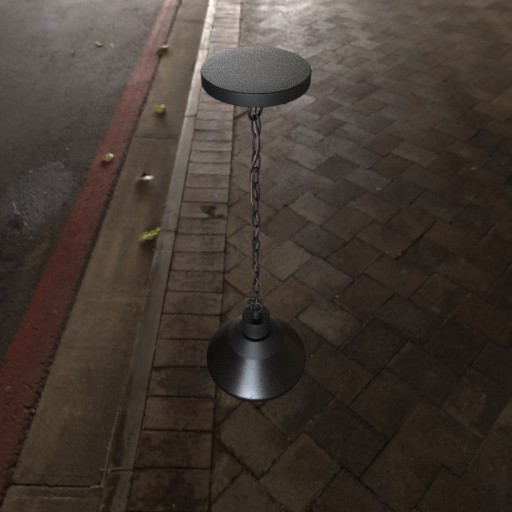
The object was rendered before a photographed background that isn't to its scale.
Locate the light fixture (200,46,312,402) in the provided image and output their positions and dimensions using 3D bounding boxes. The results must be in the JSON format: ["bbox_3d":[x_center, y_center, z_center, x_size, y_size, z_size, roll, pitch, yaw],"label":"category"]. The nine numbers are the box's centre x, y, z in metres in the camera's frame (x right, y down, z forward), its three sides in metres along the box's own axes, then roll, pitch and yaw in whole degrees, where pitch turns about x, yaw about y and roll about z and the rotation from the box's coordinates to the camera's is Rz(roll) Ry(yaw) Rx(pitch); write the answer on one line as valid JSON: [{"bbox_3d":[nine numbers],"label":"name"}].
[{"bbox_3d":[0.000,0.000,0.692,0.201,0.588,0.201,25,51,22],"label":"light fixture"}]
